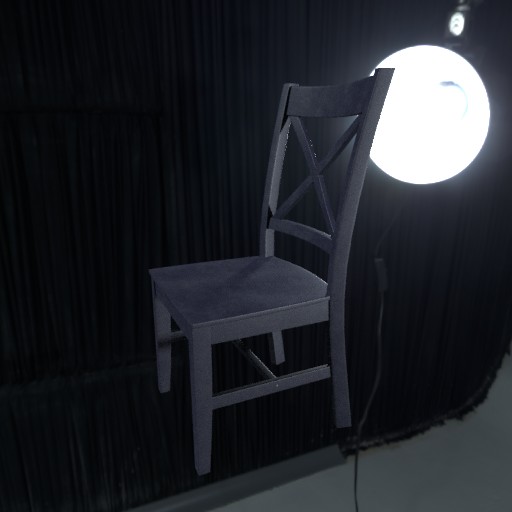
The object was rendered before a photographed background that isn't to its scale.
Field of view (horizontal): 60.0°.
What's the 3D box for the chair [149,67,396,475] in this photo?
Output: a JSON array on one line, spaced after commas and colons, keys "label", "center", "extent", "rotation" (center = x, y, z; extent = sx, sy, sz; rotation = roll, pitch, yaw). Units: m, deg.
[{"label": "chair", "center": [0.000, 0.000, 1.279], "extent": [0.542, 0.983, 0.485], "rotation": [-8, 18, -24]}]
